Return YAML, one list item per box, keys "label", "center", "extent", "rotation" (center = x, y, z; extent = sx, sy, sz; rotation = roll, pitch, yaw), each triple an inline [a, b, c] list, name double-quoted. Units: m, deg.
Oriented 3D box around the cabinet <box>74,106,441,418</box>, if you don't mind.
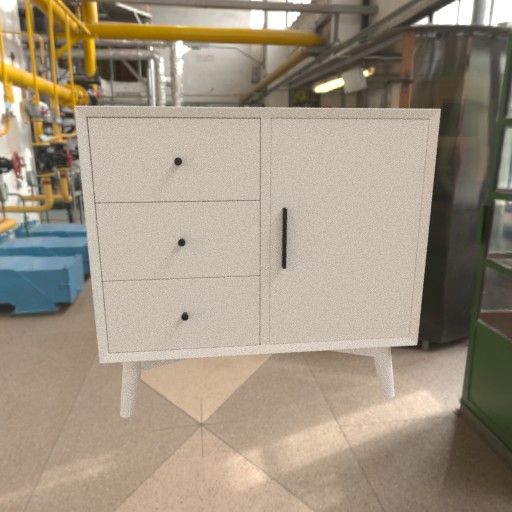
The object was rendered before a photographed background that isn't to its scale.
- label: "cabinet"
  center: [0.000, 0.000, 1.235]
  extent: [0.800, 0.761, 0.398]
  rotation: [-2, 15, -7]
